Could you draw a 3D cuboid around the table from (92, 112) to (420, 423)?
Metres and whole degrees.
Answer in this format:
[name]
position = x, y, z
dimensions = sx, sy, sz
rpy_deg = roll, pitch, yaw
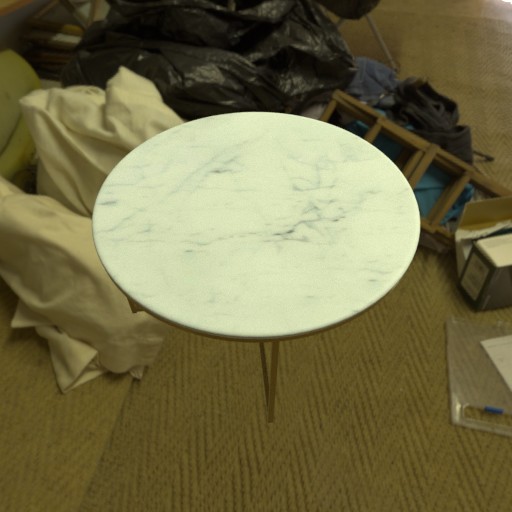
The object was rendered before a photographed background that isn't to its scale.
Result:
[table]
position = 0.000, 0.000, 1.276
dimensions = 0.800, 0.450, 0.800
rpy_deg = 0, 49, 0
